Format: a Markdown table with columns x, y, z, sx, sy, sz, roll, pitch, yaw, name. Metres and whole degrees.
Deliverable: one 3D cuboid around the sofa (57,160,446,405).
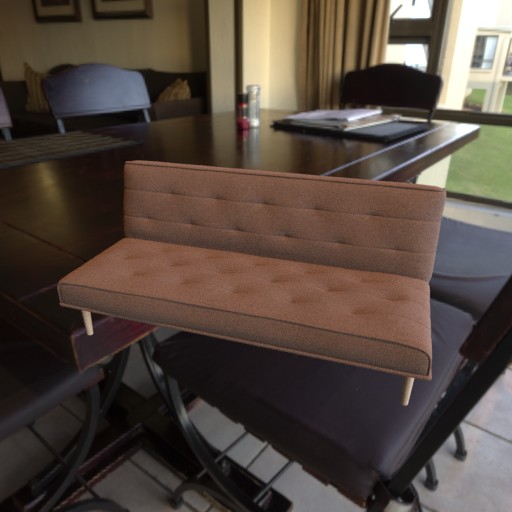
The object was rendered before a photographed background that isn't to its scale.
| x | y | z | sx | sy | sz | roll | pitch | yaw | name |
| --- | --- | --- | --- | --- | --- | --- | --- | --- | --- |
| 0.000 | 0.000 | 2.387 | 1.820 | 0.810 | 1.038 | 8 | 27 | 17 | sofa |
